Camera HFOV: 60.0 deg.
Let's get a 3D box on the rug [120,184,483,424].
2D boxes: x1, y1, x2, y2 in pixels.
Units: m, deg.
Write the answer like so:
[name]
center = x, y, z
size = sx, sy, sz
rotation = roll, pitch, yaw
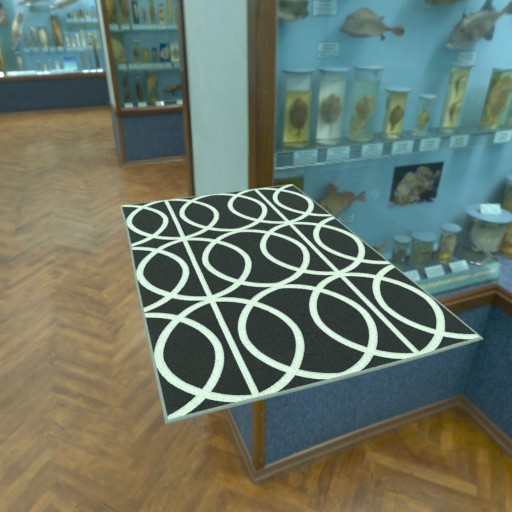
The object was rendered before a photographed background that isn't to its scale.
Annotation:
[rug]
center = 0.000, 0.000, 2.839
size = 1.526, 0.014, 2.290
rotation = -10, 31, -17
